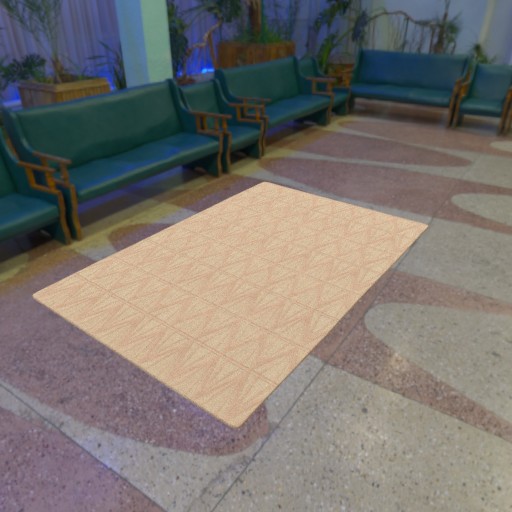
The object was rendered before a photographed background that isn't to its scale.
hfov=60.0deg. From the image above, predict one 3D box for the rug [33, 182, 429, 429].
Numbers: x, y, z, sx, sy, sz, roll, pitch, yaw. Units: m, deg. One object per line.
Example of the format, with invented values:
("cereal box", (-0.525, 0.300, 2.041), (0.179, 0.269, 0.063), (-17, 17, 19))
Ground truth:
("rug", (0.000, 0.000, 3.062), (1.609, 0.015, 2.390), (21, 36, 31))
